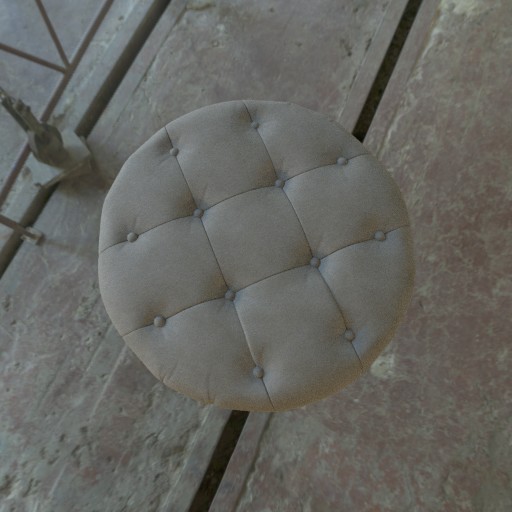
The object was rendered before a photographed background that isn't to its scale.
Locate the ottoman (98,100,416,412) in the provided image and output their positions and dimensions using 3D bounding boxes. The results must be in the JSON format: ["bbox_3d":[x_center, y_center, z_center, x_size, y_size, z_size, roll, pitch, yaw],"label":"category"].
[{"bbox_3d":[0.000,0.000,1.373,0.901,0.439,0.901,0,74,0],"label":"ottoman"}]
